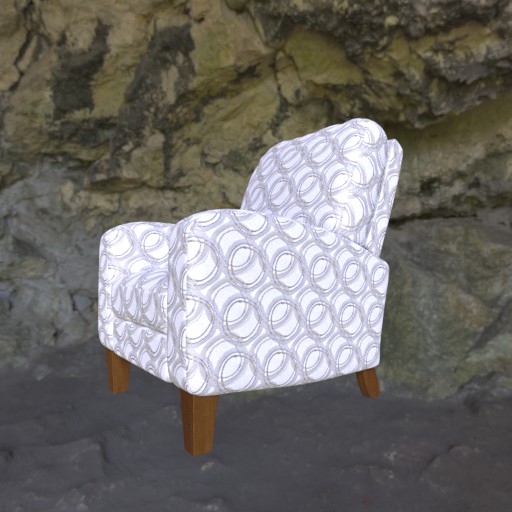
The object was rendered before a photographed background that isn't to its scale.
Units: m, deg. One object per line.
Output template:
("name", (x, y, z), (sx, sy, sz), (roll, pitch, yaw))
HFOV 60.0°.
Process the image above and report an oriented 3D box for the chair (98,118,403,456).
("chair", (0.000, 0.000, 1.732), (0.995, 1.065, 0.796), (0, 0, -36))
